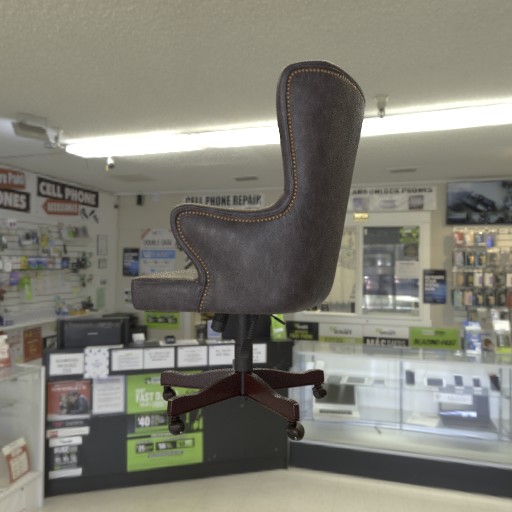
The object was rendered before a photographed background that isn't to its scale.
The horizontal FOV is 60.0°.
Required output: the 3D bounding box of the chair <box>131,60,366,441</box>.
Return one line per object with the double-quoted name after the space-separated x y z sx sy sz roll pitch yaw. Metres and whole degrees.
0.000 0.000 1.490 0.717 1.037 0.594 0 -1 18 "chair"
